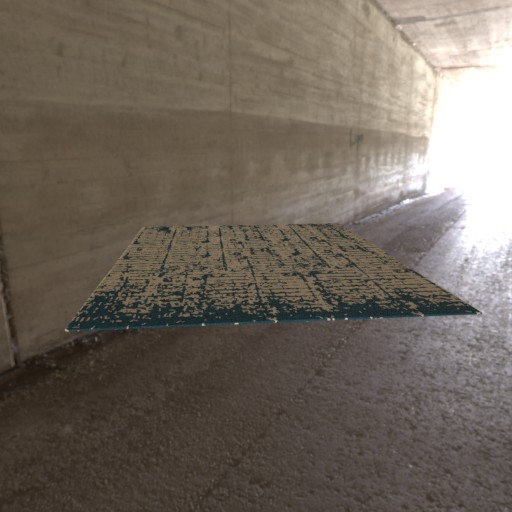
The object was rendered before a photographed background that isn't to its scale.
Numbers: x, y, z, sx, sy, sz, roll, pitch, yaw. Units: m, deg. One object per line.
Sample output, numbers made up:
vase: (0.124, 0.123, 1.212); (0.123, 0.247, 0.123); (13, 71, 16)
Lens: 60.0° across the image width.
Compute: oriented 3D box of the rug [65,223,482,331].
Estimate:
rug: (0.000, 0.000, 3.988); (2.416, 0.014, 3.017); (-2, 15, -6)
